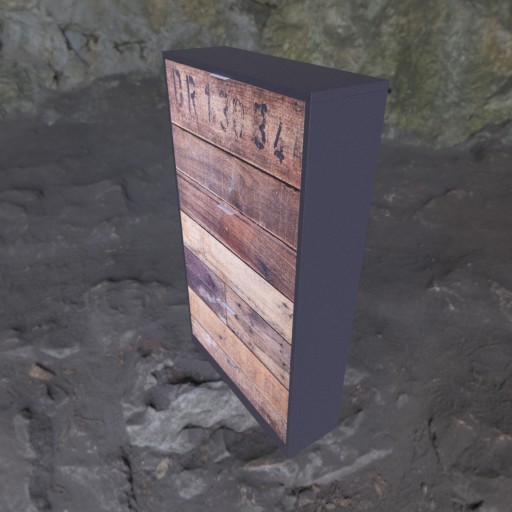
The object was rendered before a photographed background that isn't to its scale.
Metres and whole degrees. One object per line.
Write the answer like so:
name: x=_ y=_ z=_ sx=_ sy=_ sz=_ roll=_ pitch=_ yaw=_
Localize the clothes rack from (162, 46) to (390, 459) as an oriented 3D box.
clothes rack: x=0.000 y=0.000 z=1.587 sx=0.250 sy=1.280 sz=0.750 roll=-20 pitch=37 yaw=-29
